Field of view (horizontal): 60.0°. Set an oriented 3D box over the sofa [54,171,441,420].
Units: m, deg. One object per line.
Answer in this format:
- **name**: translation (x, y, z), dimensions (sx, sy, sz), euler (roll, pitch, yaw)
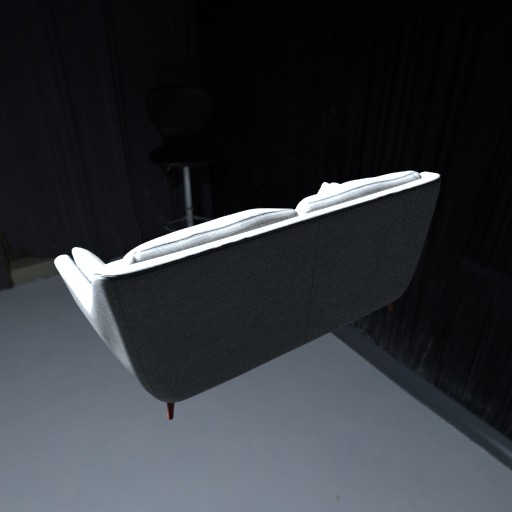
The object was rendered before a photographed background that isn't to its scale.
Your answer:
- **sofa**: translation (0.000, 0.000, 2.465), dimensions (1.930, 0.897, 0.976), euler (-18, 35, -28)
